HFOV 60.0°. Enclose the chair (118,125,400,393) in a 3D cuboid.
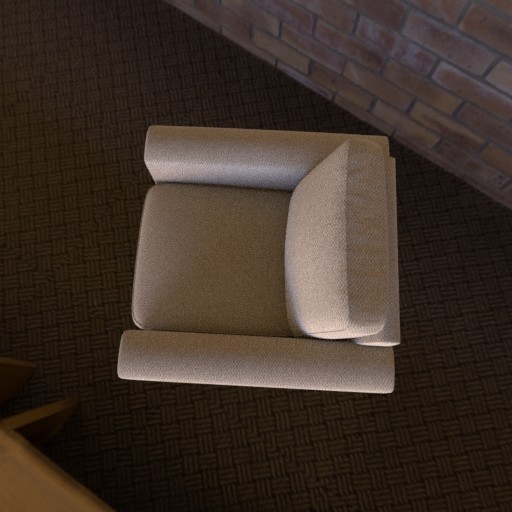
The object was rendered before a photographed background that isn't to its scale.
[{"bbox_3d":[0.000,0.000,1.792,1.016,0.873,1.005,3,76,1],"label":"chair"}]
